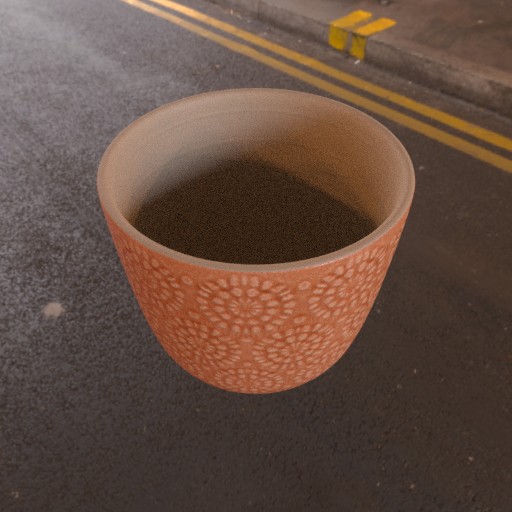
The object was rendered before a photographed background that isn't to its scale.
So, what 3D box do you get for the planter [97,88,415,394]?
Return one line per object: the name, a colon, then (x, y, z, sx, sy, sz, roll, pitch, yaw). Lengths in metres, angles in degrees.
planter: (0.000, 0.000, 0.364, 0.208, 0.190, 0.208, 0, 46, 0)
